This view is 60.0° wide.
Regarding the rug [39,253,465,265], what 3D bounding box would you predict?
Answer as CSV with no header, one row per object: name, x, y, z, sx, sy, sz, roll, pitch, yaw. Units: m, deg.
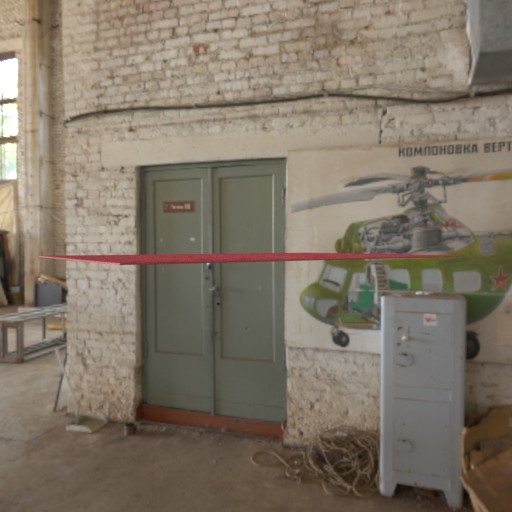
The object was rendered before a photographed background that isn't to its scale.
rug,0.000,0.000,2.261,1.814,0.008,1.209,-1,2,-36
